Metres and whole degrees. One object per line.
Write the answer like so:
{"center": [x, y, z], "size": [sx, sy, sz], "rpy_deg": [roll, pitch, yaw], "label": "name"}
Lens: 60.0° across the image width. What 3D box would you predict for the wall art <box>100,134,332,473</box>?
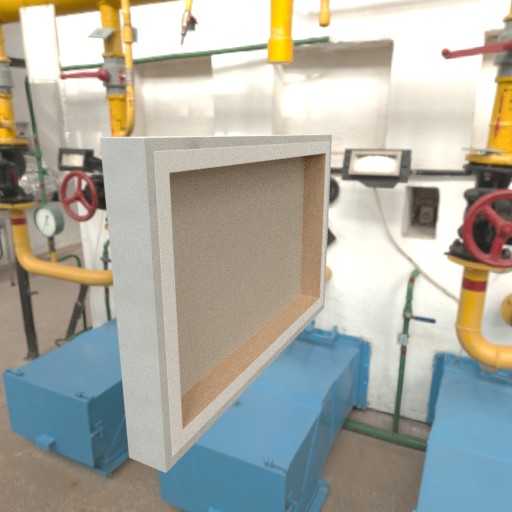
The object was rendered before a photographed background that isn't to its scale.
{"center": [0.000, 0.000, 0.484], "size": [0.038, 0.254, 0.381], "rpy_deg": [8, 17, 26], "label": "wall art"}
